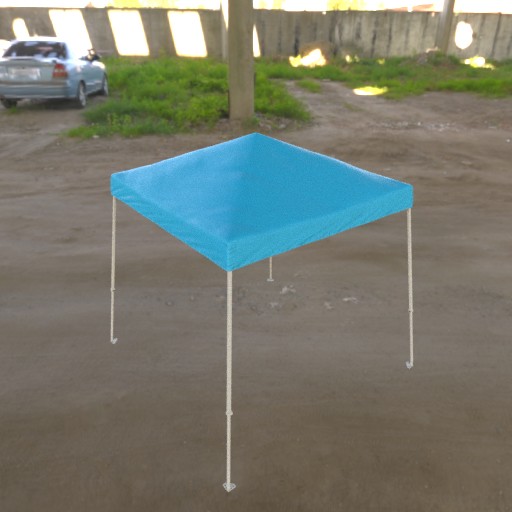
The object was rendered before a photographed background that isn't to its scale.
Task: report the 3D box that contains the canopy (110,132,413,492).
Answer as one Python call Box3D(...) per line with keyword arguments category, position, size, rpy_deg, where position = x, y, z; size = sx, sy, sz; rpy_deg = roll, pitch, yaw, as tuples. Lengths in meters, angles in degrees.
Box3D(category="canopy", position=(0.000, 0.000, 6.594), size=(3.599, 3.600, 3.600), rpy_deg=(-19, 32, -33))
